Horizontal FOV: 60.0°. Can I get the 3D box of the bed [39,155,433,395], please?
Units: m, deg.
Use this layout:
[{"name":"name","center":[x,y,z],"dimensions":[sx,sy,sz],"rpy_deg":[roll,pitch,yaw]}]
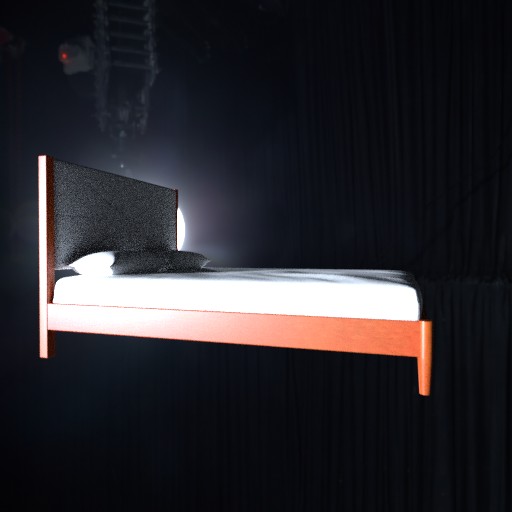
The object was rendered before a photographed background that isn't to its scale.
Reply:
[{"name":"bed","center":[0.000,0.000,2.953],"dimensions":[2.117,1.165,1.566],"rpy_deg":[0,1,19]}]
